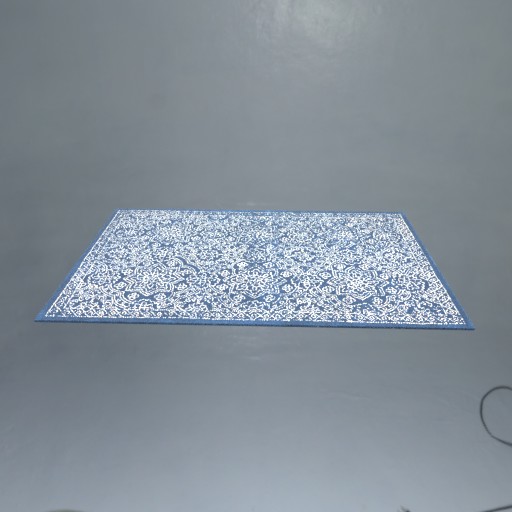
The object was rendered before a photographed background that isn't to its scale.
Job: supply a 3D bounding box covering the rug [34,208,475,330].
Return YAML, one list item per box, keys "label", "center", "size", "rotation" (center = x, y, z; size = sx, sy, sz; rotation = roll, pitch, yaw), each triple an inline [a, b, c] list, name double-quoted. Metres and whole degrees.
- label: "rug"
  center: [0.000, 0.000, 3.105]
  size: [2.441, 0.015, 1.526]
  rotation: [1, 30, 1]
